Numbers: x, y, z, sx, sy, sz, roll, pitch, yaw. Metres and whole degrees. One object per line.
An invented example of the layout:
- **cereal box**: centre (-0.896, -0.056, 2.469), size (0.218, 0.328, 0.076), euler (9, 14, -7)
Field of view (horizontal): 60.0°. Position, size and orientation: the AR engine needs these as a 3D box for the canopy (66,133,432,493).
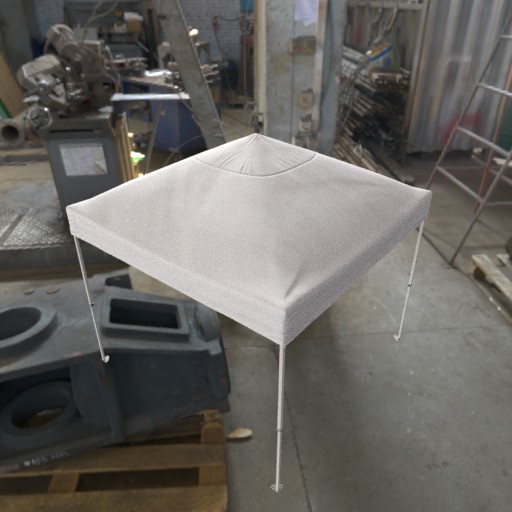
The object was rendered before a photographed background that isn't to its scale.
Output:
- **canopy**: centre (0.000, 0.000, 5.422), size (2.996, 2.997, 2.998), euler (22, 37, 33)
